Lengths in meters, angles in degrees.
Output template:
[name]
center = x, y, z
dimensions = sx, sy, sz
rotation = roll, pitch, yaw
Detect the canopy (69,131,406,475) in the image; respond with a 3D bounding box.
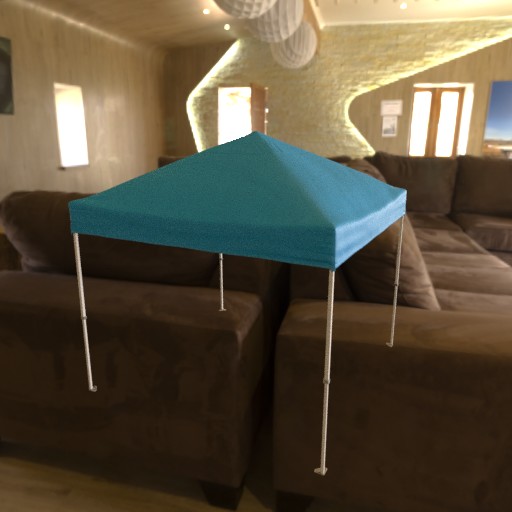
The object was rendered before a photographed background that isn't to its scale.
[canopy]
center = 0.000, 0.000, 5.514
dimensions = 2.998, 2.997, 2.996
rotation = 8, 17, 27
